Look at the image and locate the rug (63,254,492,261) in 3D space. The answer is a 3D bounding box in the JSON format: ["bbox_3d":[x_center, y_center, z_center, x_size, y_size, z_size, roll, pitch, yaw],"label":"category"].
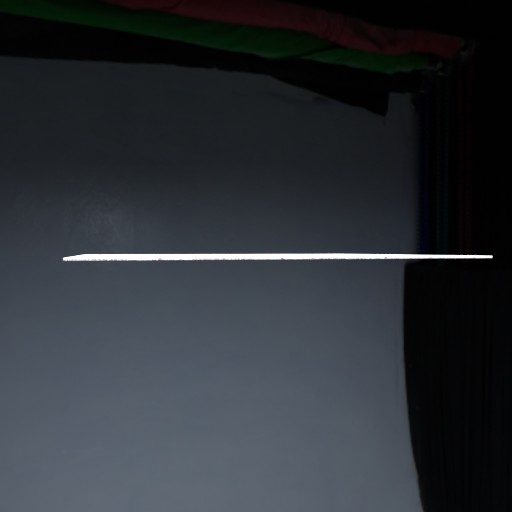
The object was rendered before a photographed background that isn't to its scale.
[{"bbox_3d":[0.000,0.000,3.949,2.959,0.016,2.317,0,1,-18],"label":"rug"}]
